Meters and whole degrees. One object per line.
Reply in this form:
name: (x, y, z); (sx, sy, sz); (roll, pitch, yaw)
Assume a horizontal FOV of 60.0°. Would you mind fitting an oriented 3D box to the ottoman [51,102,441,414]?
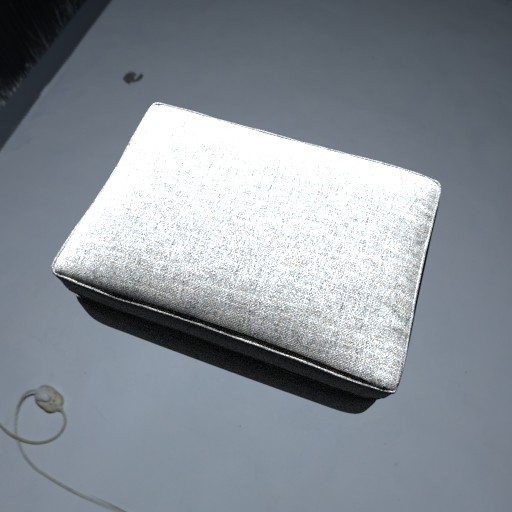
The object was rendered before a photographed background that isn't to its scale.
ottoman: (0.000, 0.000, 1.008); (0.686, 0.406, 0.508); (18, 65, 9)
